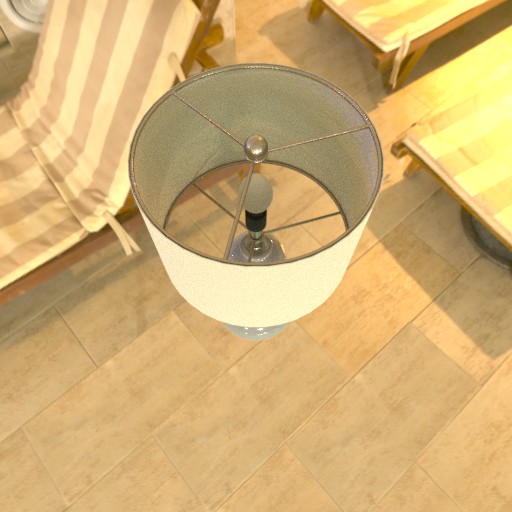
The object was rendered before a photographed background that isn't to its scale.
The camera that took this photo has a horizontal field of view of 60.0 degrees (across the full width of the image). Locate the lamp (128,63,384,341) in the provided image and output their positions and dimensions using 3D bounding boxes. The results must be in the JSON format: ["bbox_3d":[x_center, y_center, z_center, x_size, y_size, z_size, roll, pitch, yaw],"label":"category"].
[{"bbox_3d":[0.000,0.000,0.941,0.367,0.730,0.367,-32,68,-15],"label":"lamp"}]
